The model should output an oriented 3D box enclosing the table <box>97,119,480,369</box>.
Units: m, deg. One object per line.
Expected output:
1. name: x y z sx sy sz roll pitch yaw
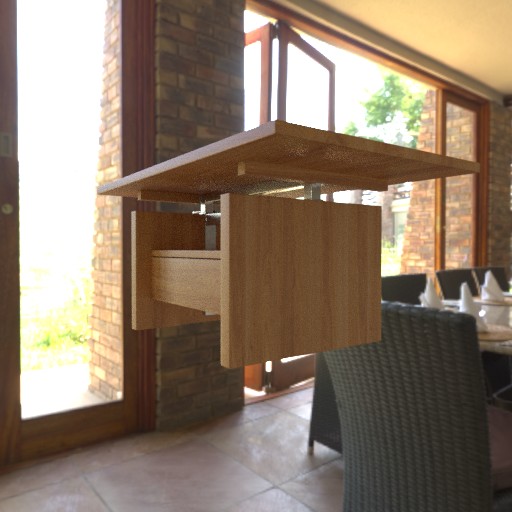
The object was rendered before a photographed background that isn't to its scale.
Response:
1. table: 0.000 0.000 1.443 0.700 0.510 1.100 -1 1 -36
